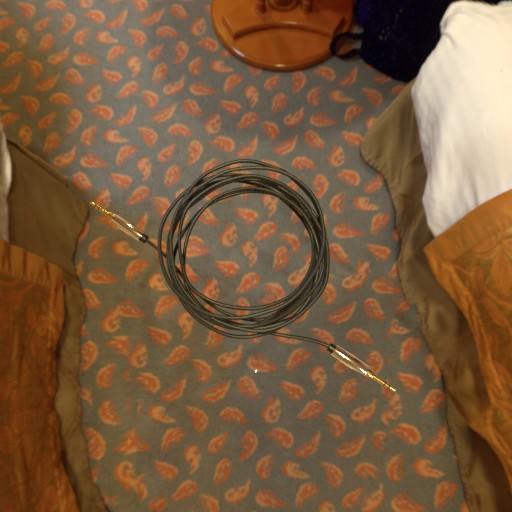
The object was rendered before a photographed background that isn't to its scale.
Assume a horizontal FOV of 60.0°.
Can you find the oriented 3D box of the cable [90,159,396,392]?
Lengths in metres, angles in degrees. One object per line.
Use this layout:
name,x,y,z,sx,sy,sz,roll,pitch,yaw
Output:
cable,0.000,0.000,0.515,0.432,0.069,0.198,33,78,8
